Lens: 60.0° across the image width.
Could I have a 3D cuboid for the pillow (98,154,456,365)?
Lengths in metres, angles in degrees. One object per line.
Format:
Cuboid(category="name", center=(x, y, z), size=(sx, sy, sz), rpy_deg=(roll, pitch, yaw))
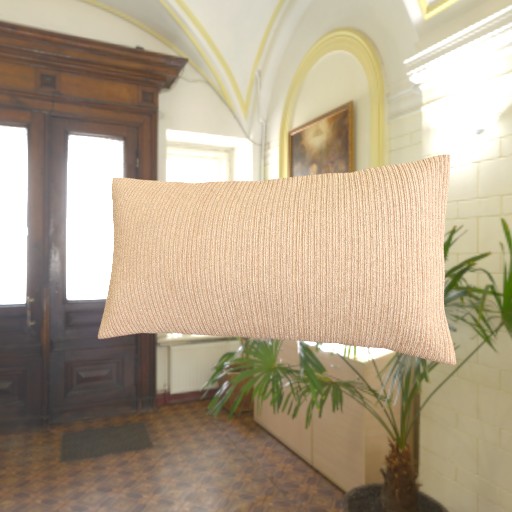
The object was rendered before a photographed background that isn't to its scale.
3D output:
Cuboid(category="pillow", center=(0.000, 0.000, 0.740), size=(0.608, 0.307, 0.155), rpy_deg=(0, 0, 19))
